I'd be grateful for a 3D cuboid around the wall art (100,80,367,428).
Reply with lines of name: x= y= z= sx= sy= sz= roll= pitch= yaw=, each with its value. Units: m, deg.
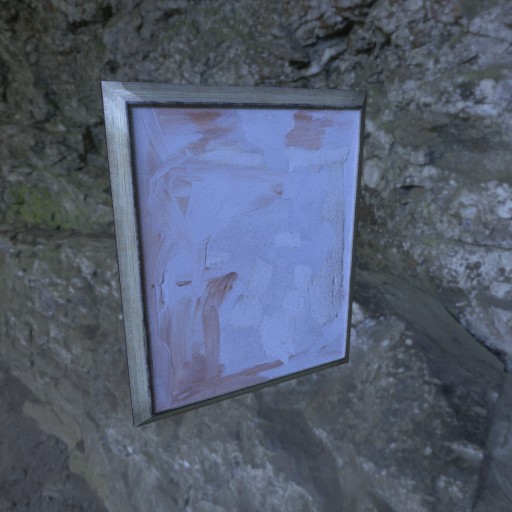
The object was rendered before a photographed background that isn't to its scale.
wall art: x=0.000 y=0.000 z=0.637 sx=0.381 sy=0.457 sz=0.023 roll=-9 pitch=19 yaw=-26
